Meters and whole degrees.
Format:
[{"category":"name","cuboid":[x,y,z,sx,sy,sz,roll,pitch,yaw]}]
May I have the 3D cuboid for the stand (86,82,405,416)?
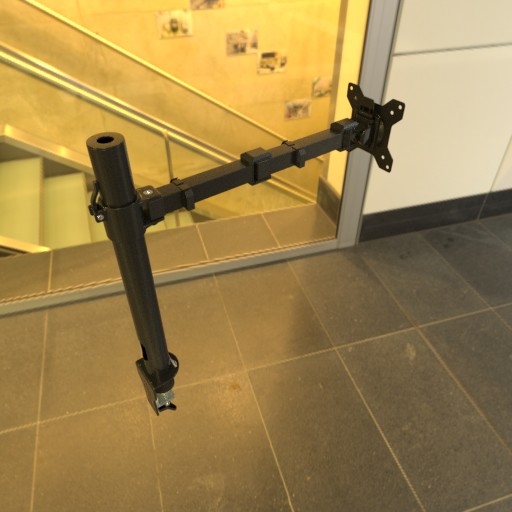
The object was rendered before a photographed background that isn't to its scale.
[{"category":"stand","cuboid":[0.000,0.000,0.713,0.456,0.510,0.115,-25,46,-27]}]
